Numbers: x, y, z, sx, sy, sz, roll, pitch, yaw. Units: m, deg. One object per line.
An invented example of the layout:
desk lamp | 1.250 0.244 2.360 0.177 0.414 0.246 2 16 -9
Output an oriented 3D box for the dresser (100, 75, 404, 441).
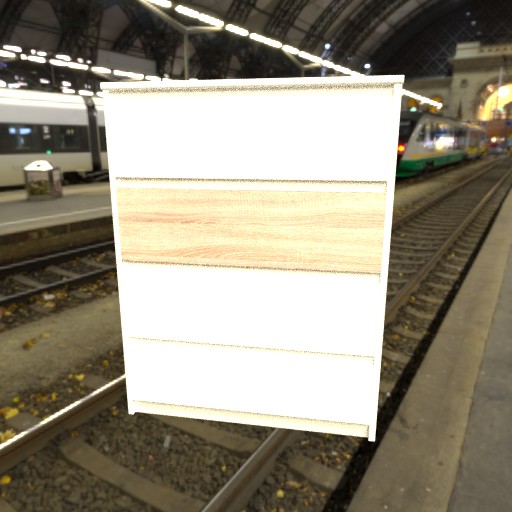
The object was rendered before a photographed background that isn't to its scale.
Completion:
dresser | 0.000 0.000 1.456 0.800 1.040 0.380 3 15 10
